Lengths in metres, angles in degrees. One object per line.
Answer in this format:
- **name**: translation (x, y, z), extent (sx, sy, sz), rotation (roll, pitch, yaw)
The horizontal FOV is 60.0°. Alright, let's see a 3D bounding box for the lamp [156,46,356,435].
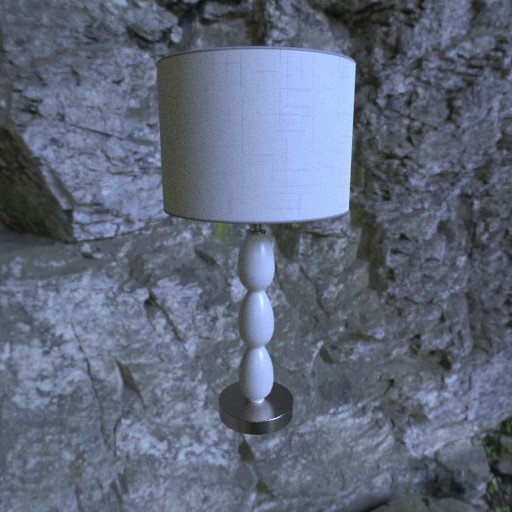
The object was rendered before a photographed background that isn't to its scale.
- **lamp**: translation (0.000, 0.000, 0.703), extent (0.280, 0.559, 0.282), rotation (-7, 16, -26)
